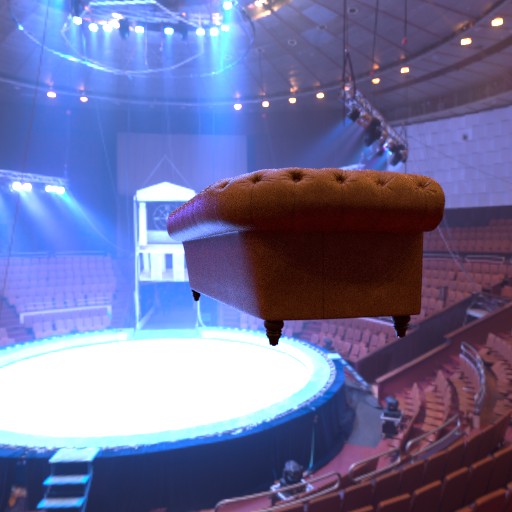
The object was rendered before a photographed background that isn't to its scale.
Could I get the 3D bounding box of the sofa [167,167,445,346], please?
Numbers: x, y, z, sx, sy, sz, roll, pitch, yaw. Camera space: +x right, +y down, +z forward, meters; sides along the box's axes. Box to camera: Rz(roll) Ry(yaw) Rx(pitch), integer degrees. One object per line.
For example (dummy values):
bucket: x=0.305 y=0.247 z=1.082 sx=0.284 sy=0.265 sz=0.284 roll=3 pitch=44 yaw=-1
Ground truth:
sofa: x=0.000 y=0.000 z=2.850 sx=0.989 sy=0.760 sz=2.365 roll=0 pitch=0 yaw=-18
